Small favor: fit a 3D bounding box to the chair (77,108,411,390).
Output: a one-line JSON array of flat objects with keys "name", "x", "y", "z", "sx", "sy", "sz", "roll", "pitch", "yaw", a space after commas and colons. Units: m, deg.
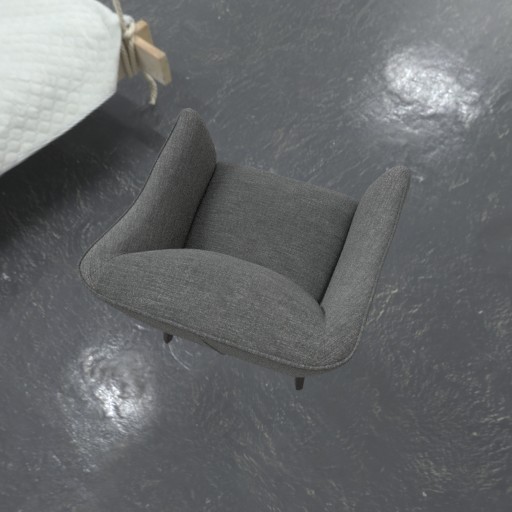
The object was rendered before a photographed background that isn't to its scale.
[{"name": "chair", "x": 0.000, "y": 0.000, "z": 1.577, "sx": 0.870, "sy": 0.829, "sz": 0.851, "roll": 18, "pitch": 65, "yaw": 8}]
